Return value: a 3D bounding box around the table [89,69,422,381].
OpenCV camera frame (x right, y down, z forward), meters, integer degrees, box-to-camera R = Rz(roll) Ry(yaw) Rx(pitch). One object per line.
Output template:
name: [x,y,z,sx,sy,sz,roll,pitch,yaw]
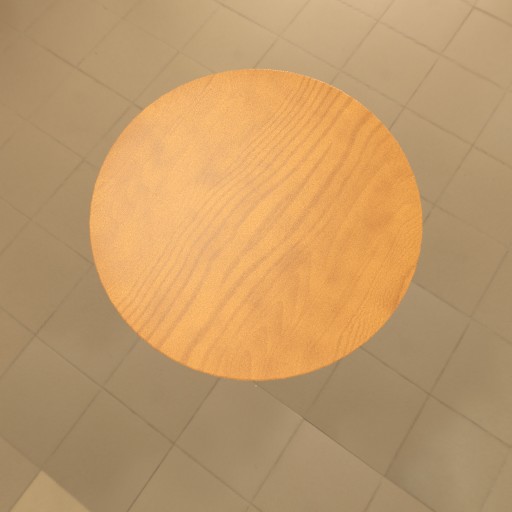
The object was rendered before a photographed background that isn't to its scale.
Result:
table: [0.000,0.000,1.089,0.597,0.612,0.597,0,74,0]
